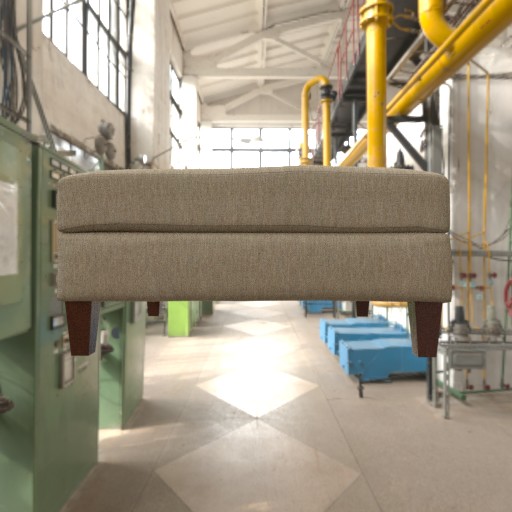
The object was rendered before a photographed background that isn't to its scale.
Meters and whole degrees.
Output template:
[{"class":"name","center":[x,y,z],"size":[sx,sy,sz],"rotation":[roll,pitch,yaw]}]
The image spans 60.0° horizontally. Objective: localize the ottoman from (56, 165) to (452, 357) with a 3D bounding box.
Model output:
[{"class":"ottoman","center":[0.000,0.000,1.465],"size":[0.976,0.492,0.836],"rotation":[0,0,1]}]
